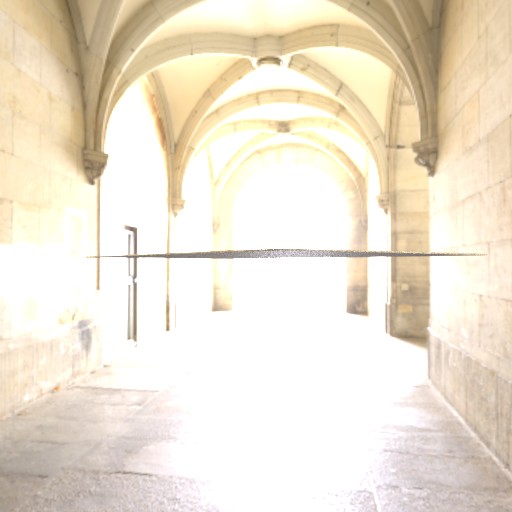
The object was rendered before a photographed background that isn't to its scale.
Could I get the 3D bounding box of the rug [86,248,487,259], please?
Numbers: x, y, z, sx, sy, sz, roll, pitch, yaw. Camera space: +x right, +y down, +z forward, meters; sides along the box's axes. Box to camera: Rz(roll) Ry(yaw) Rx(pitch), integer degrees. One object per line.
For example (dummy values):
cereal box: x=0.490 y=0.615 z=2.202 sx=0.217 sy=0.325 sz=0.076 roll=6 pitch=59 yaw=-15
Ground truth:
rug: x=0.000 y=0.000 z=2.335 sx=1.211 sy=0.007 sz=1.827 roll=1 pitch=-1 yaw=-38
